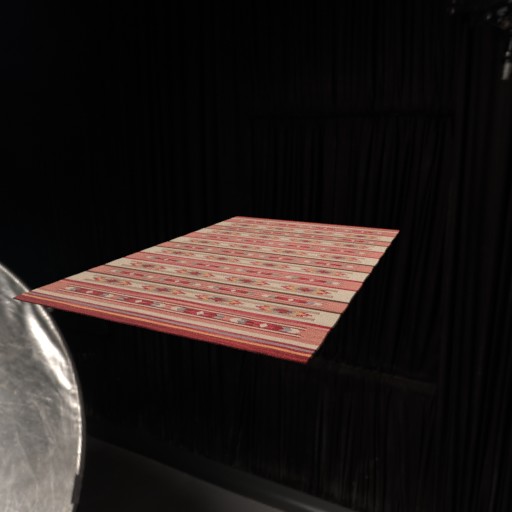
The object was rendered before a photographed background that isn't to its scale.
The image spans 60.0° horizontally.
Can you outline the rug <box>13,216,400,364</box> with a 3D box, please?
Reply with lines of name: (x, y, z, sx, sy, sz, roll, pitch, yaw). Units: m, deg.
rug: (0.000, 0.000, 2.943, 1.535, 0.010, 2.431, 7, 17, 24)
